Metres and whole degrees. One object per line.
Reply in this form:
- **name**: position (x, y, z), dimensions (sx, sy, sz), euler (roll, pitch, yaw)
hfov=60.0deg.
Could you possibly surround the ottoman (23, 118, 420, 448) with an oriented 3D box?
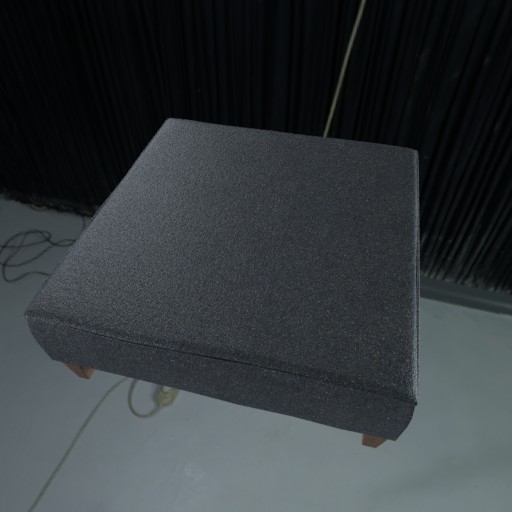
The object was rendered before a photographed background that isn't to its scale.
- **ottoman**: position (0.000, 0.000, 1.471), dimensions (0.968, 0.382, 1.004), euler (10, 47, 9)
